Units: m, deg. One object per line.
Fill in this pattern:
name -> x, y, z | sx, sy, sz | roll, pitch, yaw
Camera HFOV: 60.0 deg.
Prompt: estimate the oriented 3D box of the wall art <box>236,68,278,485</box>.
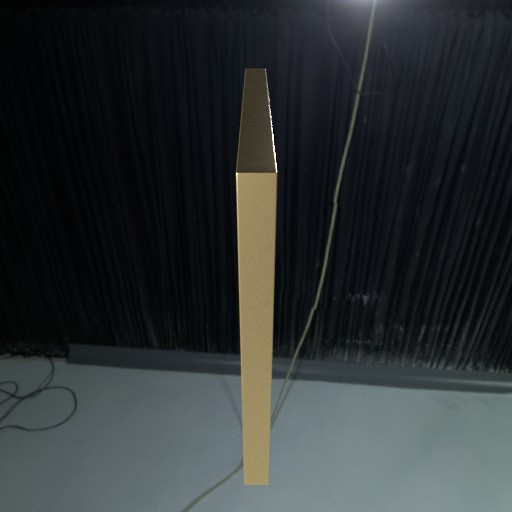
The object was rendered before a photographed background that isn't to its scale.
wall art -> 0.000, 0.000, 0.453 | 0.023, 0.305, 0.305 | 0, 33, 0
